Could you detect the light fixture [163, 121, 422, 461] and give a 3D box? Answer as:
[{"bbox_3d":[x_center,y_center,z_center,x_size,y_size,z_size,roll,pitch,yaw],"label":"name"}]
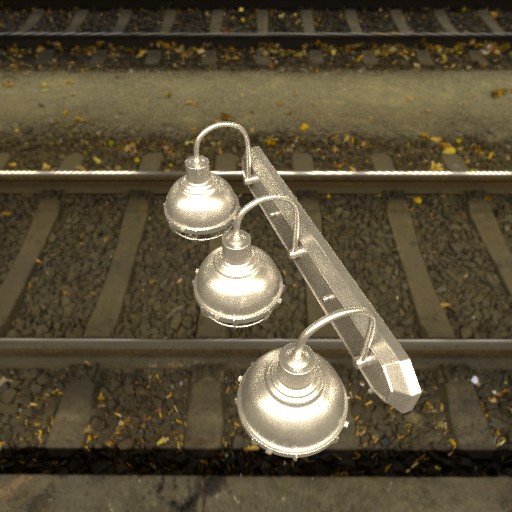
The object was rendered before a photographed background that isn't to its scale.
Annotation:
[{"bbox_3d":[0.000,0.000,0.765,0.229,0.254,0.634,-15,48,-14],"label":"light fixture"}]
